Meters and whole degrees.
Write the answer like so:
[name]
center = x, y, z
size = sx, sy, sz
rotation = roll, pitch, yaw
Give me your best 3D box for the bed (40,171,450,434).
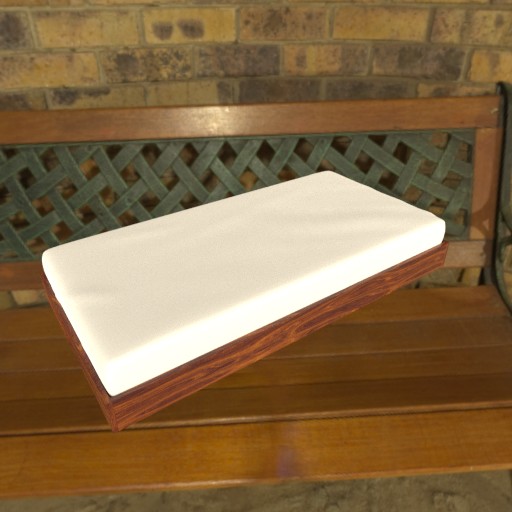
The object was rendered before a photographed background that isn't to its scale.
[bed]
center = 0.000, 0.000, 2.234
size = 1.860, 0.312, 0.940
rotation = -20, 37, -29
